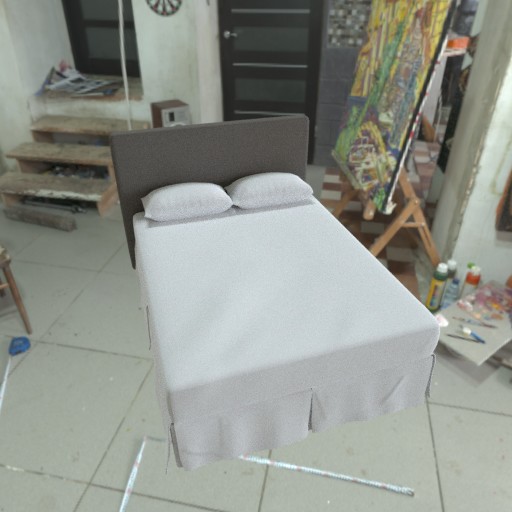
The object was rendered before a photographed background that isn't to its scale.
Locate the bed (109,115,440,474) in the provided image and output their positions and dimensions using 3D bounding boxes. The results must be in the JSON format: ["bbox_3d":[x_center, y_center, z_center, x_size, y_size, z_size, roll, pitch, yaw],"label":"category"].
[{"bbox_3d":[0.000,0.000,3.132,1.723,1.330,2.142,-10,34,-15],"label":"bed"}]
